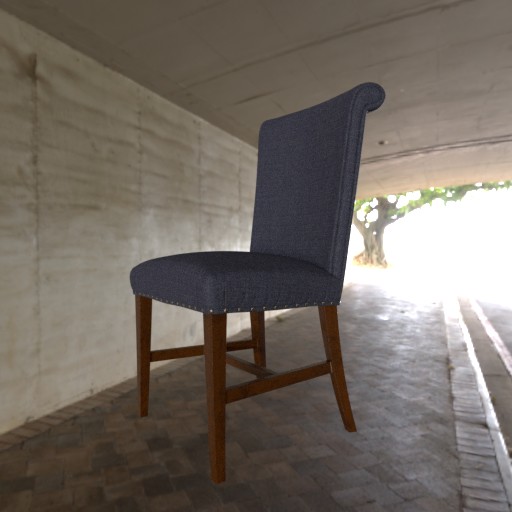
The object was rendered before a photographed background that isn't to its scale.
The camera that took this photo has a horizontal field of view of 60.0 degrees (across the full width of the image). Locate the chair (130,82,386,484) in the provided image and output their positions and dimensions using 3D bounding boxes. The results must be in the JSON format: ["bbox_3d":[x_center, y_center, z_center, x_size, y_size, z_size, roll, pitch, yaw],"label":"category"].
[{"bbox_3d":[0.000,0.000,1.325,0.608,0.988,0.513,-1,2,-35],"label":"chair"}]
